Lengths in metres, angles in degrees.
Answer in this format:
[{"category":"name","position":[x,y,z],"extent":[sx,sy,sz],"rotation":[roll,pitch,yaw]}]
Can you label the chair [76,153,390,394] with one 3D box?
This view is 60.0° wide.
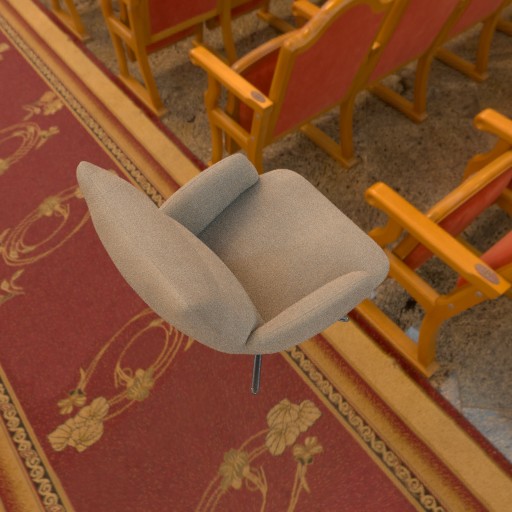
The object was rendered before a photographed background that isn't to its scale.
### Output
[{"category":"chair","position":[0.000,0.000,1.587],"extent":[0.889,1.016,0.711],"rotation":[-34,64,-19]}]
